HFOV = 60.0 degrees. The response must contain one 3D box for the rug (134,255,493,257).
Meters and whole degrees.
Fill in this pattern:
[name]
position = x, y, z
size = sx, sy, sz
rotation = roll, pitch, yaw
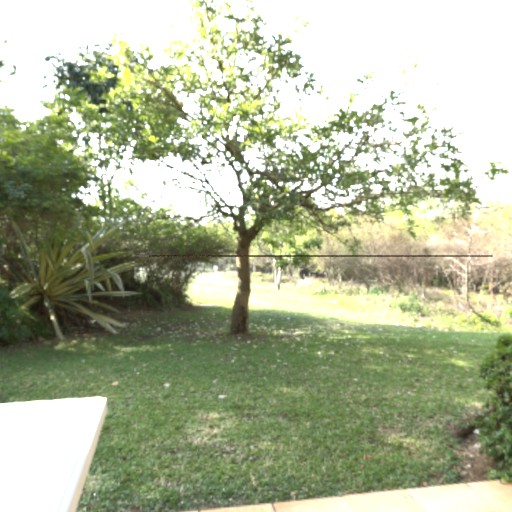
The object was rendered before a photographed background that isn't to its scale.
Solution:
[rug]
position = 0.000, 0.000, 2.951
size = 1.519, 0.007, 2.428
rotation = 0, 0, -17
